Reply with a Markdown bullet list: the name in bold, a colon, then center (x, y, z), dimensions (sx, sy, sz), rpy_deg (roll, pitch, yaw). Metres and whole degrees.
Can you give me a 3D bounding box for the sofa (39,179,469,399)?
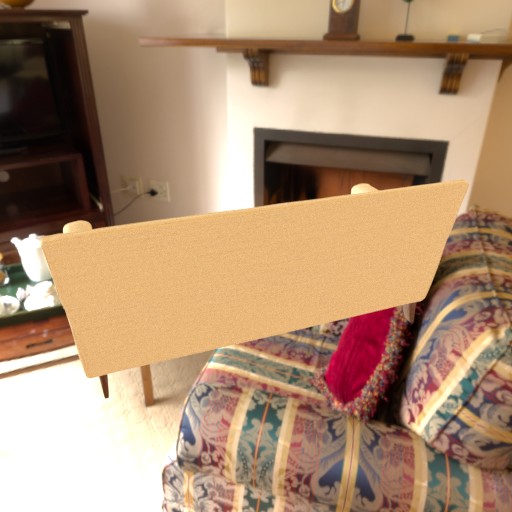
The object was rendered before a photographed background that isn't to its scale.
- **sofa**: center (0.000, 0.000, 2.473), dimensions (2.001, 0.907, 0.841), rpy_deg (-10, 29, -18)
